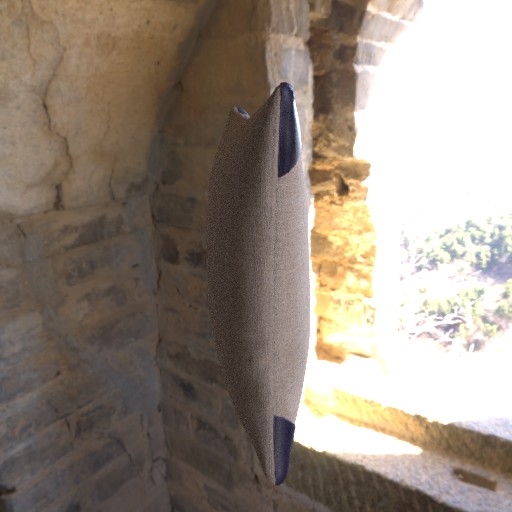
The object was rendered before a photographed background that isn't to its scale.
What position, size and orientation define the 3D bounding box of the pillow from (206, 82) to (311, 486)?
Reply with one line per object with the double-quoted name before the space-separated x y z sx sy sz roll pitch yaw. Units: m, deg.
"pillow" 0.000 0.000 0.656 0.147 0.441 0.440 -2 16 -9
